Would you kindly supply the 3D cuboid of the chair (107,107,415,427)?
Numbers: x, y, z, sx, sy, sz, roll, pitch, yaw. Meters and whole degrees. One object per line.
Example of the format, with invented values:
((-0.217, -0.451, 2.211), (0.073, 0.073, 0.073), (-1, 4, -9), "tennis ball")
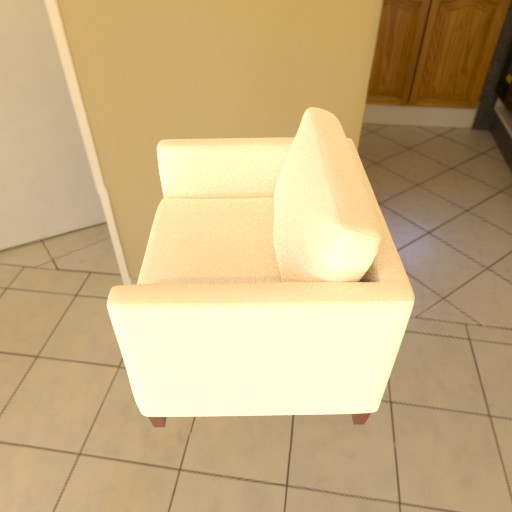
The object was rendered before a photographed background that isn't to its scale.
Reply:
((0.000, 0.000, 1.729), (0.878, 0.885, 1.019), (-1, 41, -1), "chair")
